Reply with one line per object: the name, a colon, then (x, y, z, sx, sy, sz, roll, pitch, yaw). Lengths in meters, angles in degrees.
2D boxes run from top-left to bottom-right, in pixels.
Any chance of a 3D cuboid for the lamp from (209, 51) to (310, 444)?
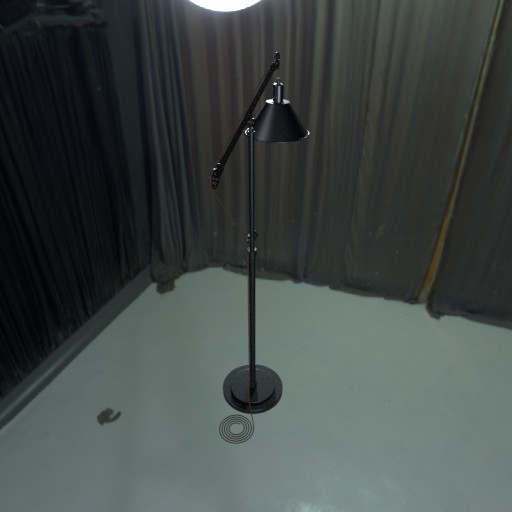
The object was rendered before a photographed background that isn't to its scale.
lamp: (0.000, 0.000, 2.003, 0.319, 1.626, 0.904, 10, 33, 15)
